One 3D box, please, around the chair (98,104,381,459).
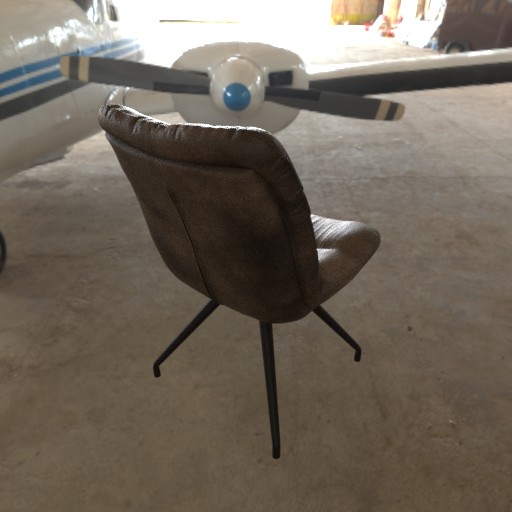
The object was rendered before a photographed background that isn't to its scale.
[{"bbox_3d":[0.000,0.000,1.247,0.549,0.870,0.622,21,36,33],"label":"chair"}]
